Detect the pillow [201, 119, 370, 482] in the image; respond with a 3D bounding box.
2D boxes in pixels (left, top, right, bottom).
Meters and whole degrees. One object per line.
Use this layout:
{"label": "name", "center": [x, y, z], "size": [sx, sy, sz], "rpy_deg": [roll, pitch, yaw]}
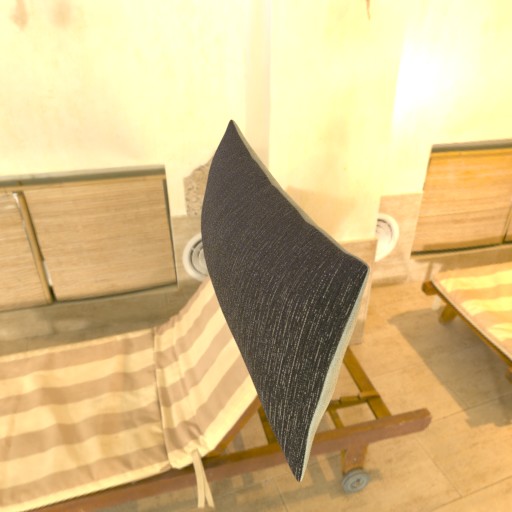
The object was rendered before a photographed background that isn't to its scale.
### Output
{"label": "pillow", "center": [0.000, 0.000, 0.735], "size": [0.156, 0.305, 0.608], "rpy_deg": [-8, 31, -13]}
